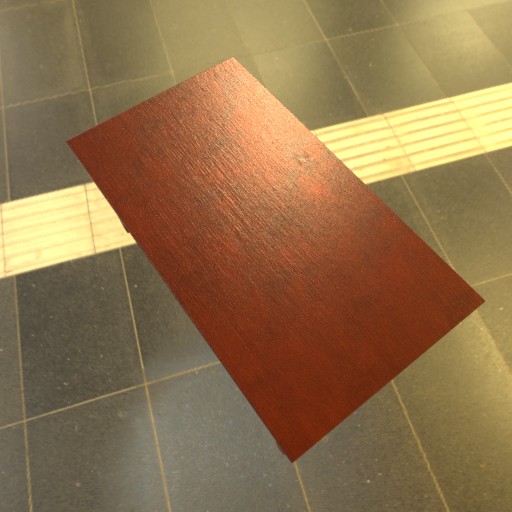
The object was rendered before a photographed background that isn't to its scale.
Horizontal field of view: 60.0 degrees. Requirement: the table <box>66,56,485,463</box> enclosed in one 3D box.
[{"bbox_3d":[0.000,0.000,1.253,0.533,0.456,0.943,-34,68,-15],"label":"table"}]
